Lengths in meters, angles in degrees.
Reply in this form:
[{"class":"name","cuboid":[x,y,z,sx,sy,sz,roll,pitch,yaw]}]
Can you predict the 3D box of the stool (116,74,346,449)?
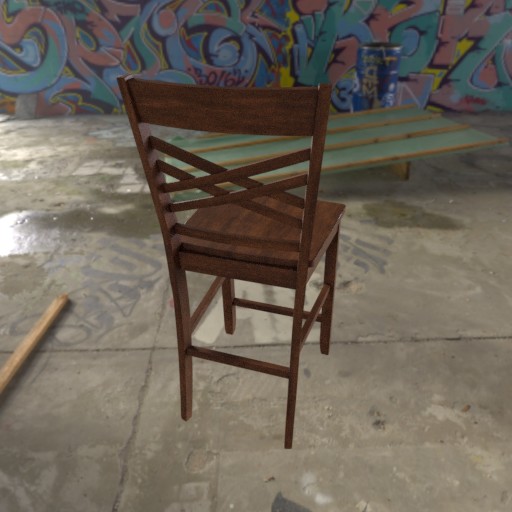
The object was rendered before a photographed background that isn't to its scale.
[{"class":"stool","cuboid":[0.000,0.000,1.358,0.462,1.079,0.539,9,31,16]}]
